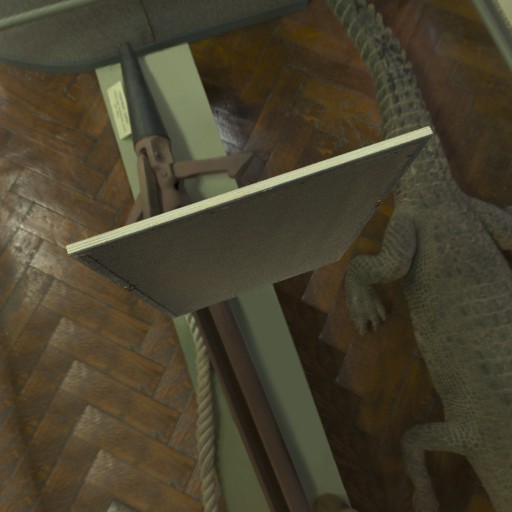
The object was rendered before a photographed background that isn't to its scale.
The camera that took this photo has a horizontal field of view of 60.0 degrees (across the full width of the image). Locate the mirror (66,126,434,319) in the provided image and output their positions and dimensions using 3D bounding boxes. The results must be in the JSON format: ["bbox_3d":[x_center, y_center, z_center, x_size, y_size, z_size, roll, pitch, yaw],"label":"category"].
[{"bbox_3d":[0.000,0.000,1.290,0.705,0.996,0.025,-19,76,-5],"label":"mirror"}]
